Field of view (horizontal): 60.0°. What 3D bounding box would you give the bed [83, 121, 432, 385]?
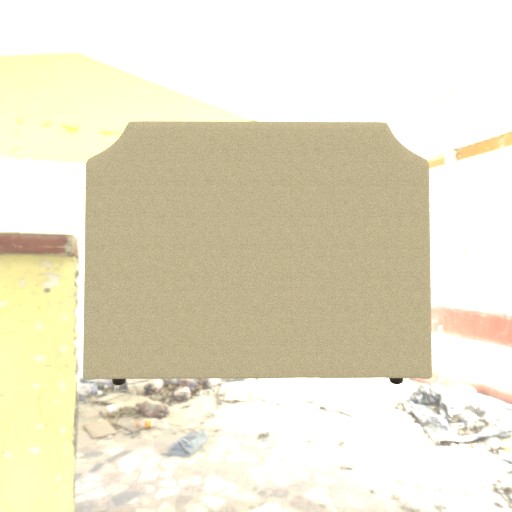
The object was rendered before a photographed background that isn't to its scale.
[{"bbox_3d":[0.000,0.000,3.187,1.693,1.290,2.116,0,-1,-1],"label":"bed"}]
